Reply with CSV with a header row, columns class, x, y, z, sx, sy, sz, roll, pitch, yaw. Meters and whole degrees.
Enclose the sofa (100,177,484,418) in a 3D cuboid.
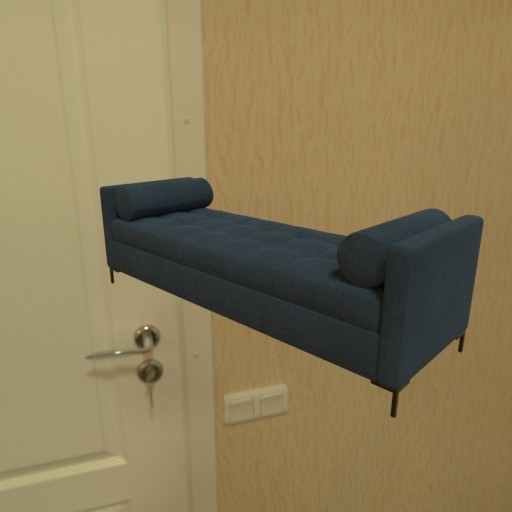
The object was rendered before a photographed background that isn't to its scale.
class,x,y,z,sx,sy,sz,roll,pitch,yaw
sofa,0.000,0.000,2.342,1.981,0.635,0.686,16,23,41
